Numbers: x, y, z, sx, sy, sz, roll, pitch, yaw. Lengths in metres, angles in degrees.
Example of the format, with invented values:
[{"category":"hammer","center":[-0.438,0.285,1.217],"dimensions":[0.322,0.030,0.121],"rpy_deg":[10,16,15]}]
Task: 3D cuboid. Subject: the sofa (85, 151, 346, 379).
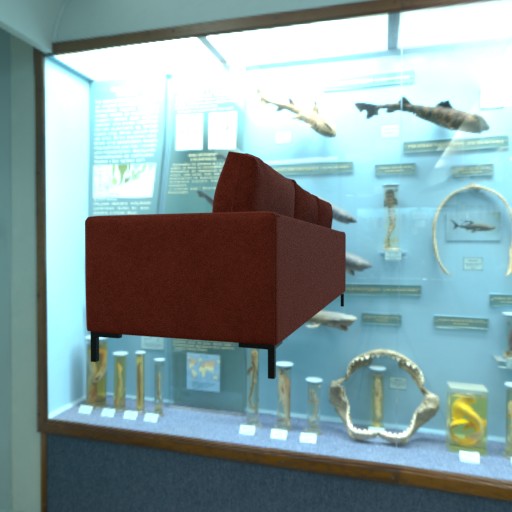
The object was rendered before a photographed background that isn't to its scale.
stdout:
[{"category":"sofa","center":[0.000,0.000,2.815],"dimensions":[0.875,0.879,2.252],"rpy_deg":[0,1,18]}]
